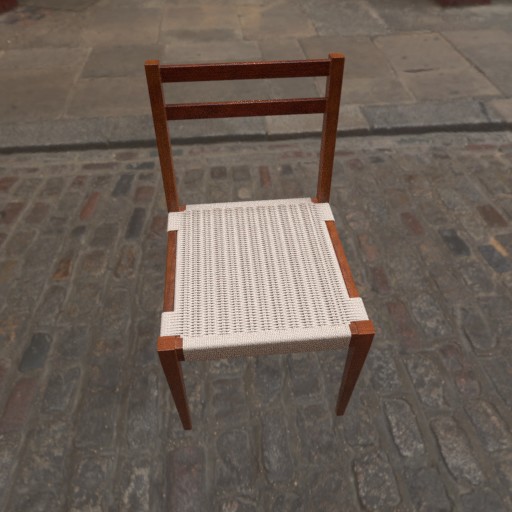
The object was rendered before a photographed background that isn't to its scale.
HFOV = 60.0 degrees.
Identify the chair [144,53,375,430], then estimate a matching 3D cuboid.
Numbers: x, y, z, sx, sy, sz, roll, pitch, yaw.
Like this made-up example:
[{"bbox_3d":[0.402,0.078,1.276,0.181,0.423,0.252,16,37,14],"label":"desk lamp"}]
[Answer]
[{"bbox_3d":[0.000,0.000,1.203,0.495,0.851,0.569,-4,45,-4],"label":"chair"}]
